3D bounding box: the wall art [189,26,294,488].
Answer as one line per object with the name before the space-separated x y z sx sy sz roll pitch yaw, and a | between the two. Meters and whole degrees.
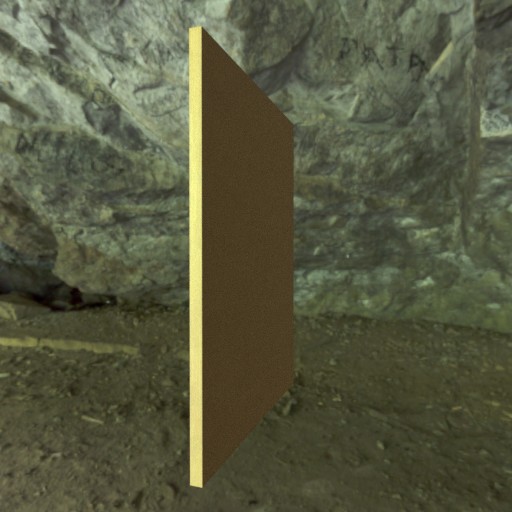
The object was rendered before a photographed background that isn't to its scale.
wall art | 0.000 0.000 1.343 0.030 1.002 0.798 0 1 19
